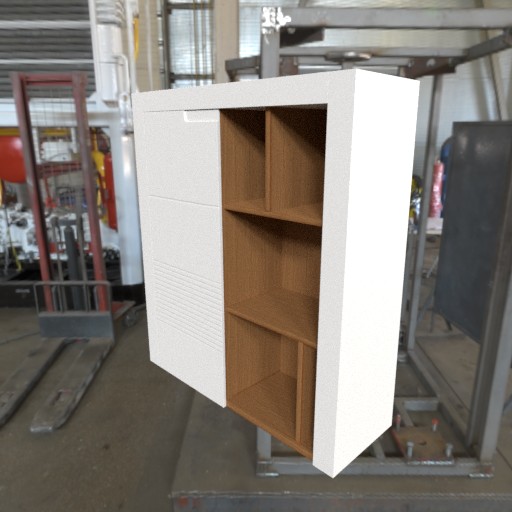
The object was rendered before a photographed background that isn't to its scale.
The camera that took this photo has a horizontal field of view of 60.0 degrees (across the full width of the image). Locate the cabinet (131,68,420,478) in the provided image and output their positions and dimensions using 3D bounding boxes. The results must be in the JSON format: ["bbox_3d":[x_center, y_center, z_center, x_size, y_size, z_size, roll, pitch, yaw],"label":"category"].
[{"bbox_3d":[0.000,0.000,1.616,0.990,1.150,0.348,15,22,43],"label":"cabinet"}]
